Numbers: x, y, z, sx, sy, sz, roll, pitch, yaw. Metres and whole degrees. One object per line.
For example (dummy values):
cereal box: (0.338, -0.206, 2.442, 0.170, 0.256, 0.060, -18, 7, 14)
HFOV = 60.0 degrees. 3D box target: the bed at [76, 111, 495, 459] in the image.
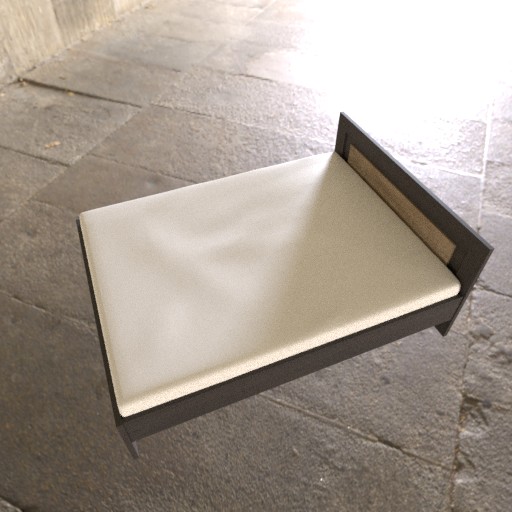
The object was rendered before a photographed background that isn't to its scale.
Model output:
bed: (0.000, 0.000, 2.872, 2.073, 0.823, 1.585, -17, 48, -15)
